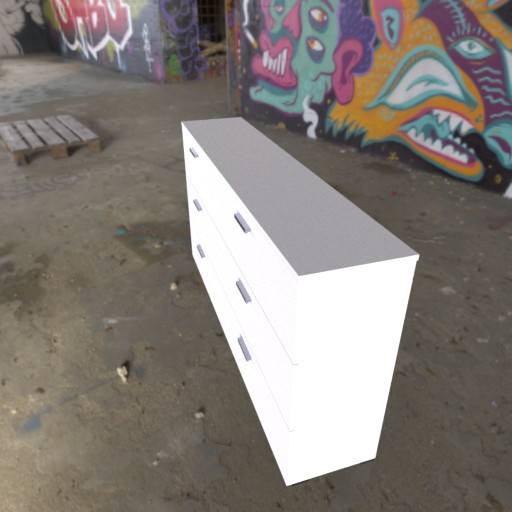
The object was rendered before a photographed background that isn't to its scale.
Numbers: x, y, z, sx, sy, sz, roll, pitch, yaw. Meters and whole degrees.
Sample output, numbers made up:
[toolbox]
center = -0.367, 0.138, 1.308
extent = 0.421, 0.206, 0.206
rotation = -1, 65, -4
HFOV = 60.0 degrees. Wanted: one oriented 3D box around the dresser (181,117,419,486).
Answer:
[dresser]
center = 0.000, 0.000, 1.861
extent = 0.333, 0.790, 1.535
rotation = -9, 31, -16
